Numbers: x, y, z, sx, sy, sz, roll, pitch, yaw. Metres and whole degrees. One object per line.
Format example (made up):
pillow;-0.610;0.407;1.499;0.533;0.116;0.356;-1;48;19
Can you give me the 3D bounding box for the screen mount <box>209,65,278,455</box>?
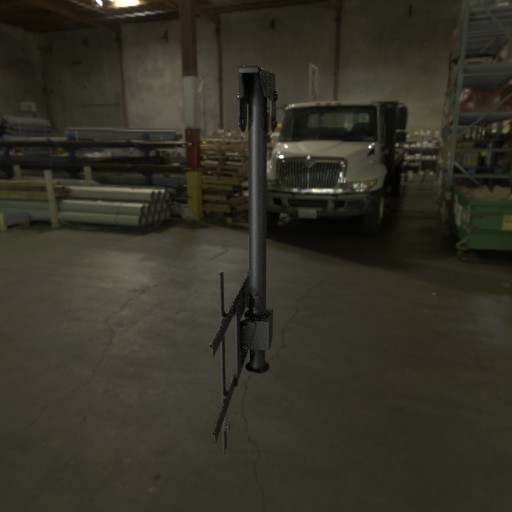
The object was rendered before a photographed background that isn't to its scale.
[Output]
screen mount;0.000;0.000;1.017;0.090;0.775;0.595;2;15;8
